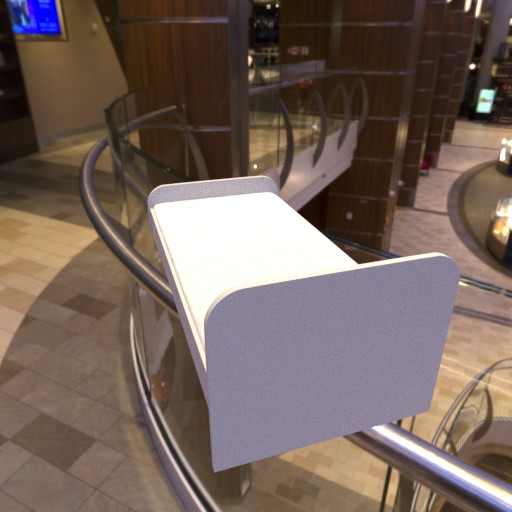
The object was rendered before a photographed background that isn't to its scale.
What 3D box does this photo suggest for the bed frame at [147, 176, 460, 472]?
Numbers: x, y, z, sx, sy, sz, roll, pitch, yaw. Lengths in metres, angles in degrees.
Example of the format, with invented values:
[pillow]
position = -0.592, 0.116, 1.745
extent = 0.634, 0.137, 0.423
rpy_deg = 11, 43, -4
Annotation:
[bed frame]
position = 0.000, 0.000, 2.519
extent = 0.998, 0.805, 1.963
rpy_deg = -8, 27, -16
